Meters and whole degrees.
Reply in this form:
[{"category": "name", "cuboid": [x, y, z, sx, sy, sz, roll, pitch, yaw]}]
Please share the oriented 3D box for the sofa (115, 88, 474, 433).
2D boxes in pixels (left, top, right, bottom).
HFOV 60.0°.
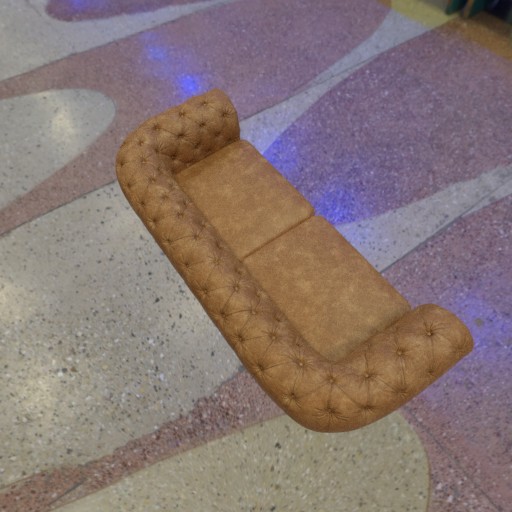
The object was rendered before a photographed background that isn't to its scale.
[{"category": "sofa", "cuboid": [0.000, 0.000, 2.742, 0.989, 0.760, 2.365, -31, 62, -18]}]
